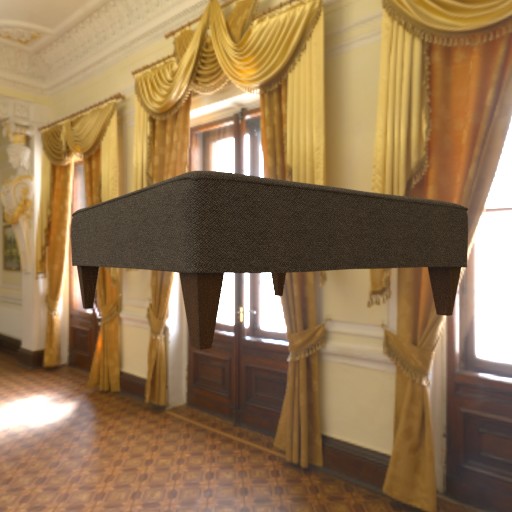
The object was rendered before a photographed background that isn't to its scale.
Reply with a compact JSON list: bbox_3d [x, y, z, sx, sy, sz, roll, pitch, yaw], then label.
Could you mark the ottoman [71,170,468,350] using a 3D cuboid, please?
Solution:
[{"bbox_3d":[0.000,0.000,1.502,0.981,0.378,0.970,0,0,-36],"label":"ottoman"}]
